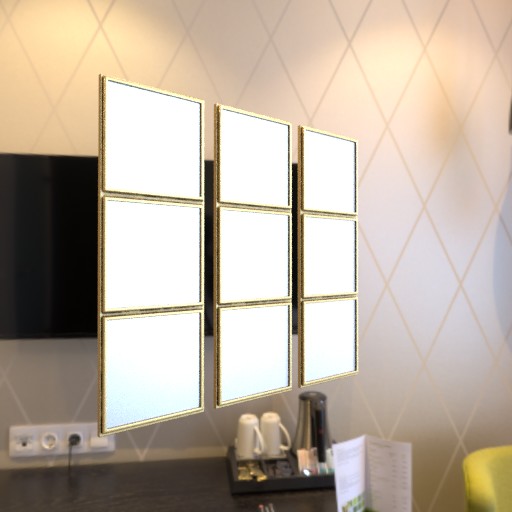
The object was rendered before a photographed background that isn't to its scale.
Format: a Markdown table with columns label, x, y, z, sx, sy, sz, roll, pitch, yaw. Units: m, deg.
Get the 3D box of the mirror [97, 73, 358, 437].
| label | x | y | z | sx | sy | sz | roll | pitch | yaw |
| --- | --- | --- | --- | --- | --- | --- | --- | --- | --- |
| mirror | 0.000 | 0.000 | 1.440 | 1.011 | 0.926 | 0.023 | 0 | -1 | -38 |
